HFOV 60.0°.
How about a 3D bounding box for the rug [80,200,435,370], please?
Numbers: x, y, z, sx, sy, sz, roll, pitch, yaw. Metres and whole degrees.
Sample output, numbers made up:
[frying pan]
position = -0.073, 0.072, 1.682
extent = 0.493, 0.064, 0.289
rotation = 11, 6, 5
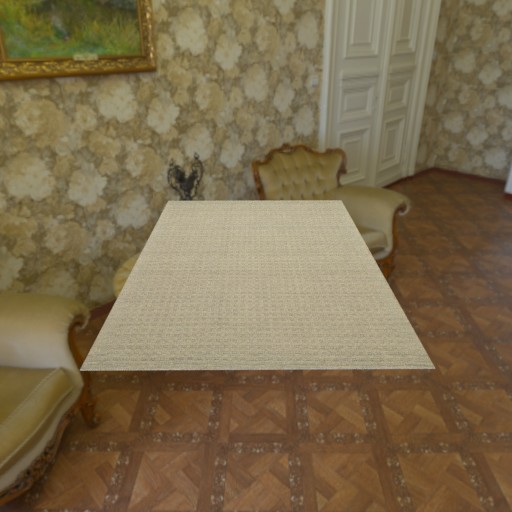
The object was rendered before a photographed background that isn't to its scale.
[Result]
[rug]
position = 0.000, 0.000, 3.774
extent = 1.981, 0.006, 2.895
rotation = 0, 26, 0
